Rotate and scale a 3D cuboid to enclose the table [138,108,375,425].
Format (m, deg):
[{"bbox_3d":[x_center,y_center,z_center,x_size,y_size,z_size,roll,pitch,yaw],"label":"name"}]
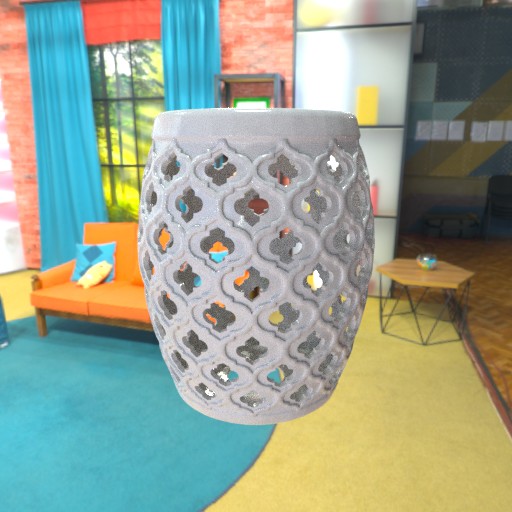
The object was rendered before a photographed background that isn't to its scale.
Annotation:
[{"bbox_3d":[0.000,0.000,0.635,0.325,0.388,0.325,0,15,0],"label":"table"}]
